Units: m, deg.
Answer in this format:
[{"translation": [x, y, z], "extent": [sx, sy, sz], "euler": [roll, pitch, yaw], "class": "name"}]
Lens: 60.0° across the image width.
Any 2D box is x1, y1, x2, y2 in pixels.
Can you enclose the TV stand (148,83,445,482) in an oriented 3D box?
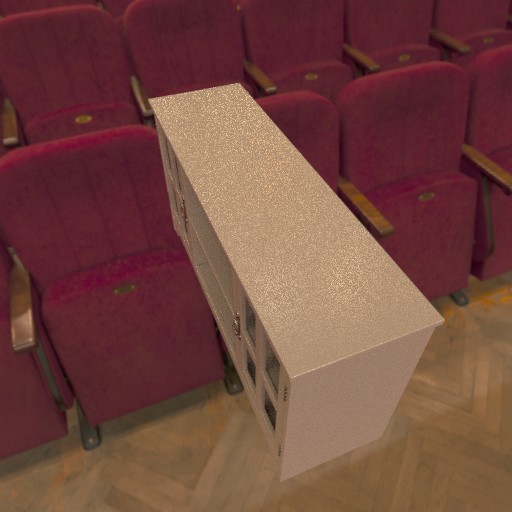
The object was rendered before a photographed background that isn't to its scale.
[{"translation": [0.000, 0.000, 1.438], "extent": [0.344, 0.603, 1.167], "euler": [-16, 48, -15], "class": "TV stand"}]
